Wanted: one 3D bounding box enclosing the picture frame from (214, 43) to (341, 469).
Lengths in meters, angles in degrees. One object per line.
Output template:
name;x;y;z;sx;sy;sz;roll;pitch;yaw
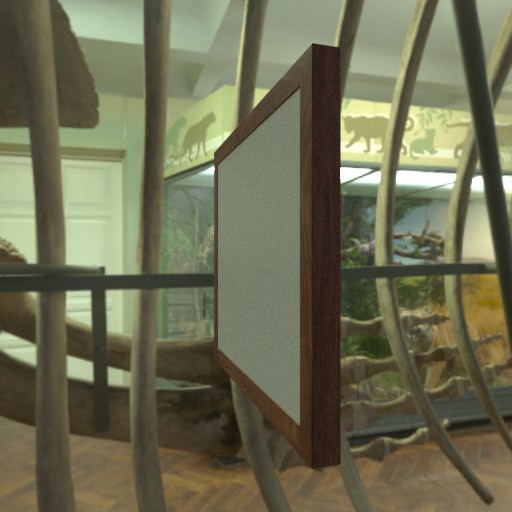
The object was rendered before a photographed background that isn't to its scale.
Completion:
picture frame;0.000;0.000;0.529;0.025;0.330;0.381;0;0;-17
